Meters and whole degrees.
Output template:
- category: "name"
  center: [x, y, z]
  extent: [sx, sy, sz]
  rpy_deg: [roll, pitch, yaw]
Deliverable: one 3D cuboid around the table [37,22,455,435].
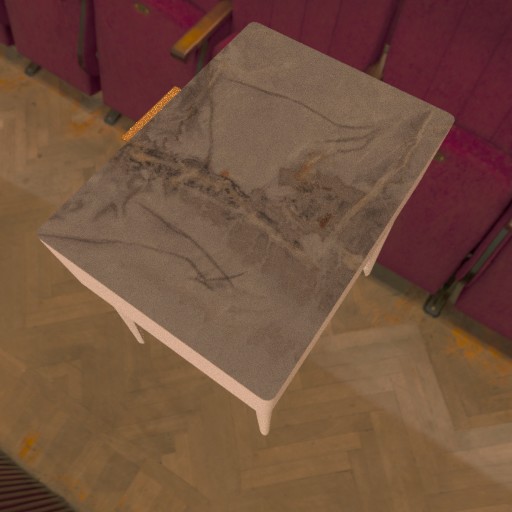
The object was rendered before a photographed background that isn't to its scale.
- category: "table"
  center: [0.000, 0.000, 0.879]
  extent: [0.400, 0.570, 0.500]
  rpy_deg: [32, 69, 14]
